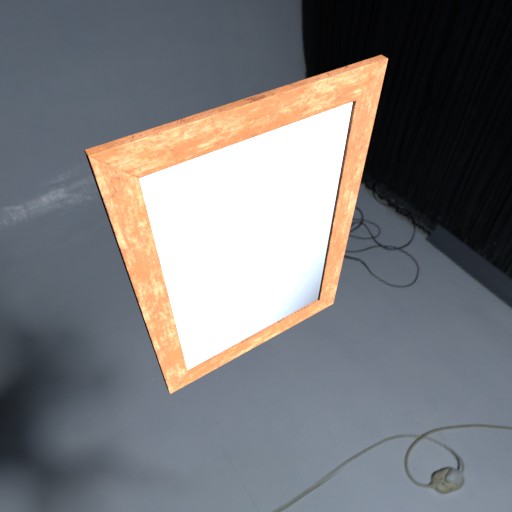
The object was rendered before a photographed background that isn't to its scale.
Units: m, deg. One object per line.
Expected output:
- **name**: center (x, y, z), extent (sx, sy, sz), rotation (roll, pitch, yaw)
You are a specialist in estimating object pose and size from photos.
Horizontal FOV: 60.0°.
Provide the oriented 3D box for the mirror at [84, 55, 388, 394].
- **mirror**: center (0.000, 0.000, 1.431), extent (0.796, 1.099, 0.028), rotation (-25, 53, -21)
